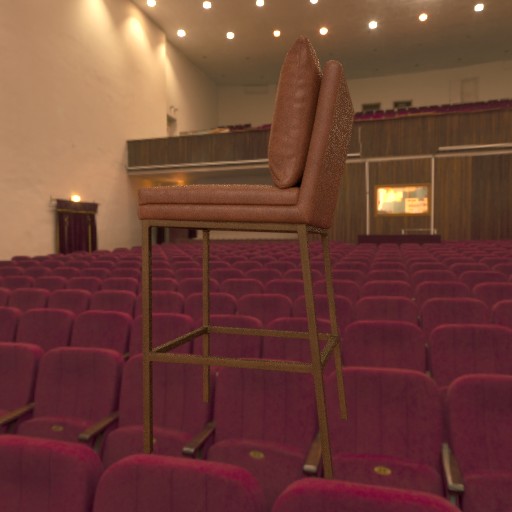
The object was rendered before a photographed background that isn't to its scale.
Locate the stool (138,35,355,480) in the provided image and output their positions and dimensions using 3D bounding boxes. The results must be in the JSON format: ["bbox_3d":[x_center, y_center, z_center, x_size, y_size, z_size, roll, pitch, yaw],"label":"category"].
[{"bbox_3d":[0.000,0.000,1.389,0.571,1.124,0.463,0,2,17],"label":"stool"}]
